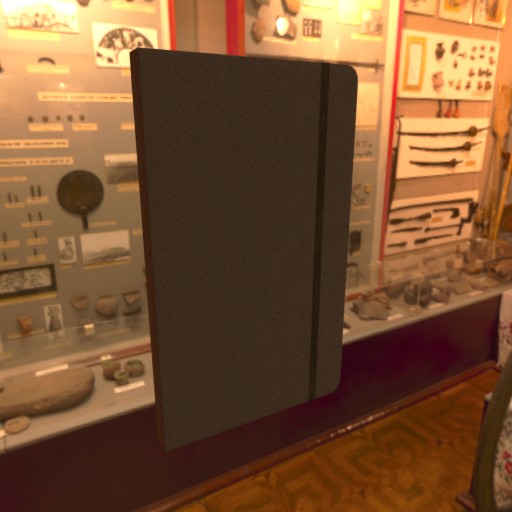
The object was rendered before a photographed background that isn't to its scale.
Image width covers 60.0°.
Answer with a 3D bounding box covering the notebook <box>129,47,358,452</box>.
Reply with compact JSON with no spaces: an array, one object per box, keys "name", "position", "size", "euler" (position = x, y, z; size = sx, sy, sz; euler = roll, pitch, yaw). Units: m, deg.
[{"name":"notebook","position":[0.000,0.000,0.259],"size":[0.127,0.213,0.016],"euler":[-9,19,-28]}]
